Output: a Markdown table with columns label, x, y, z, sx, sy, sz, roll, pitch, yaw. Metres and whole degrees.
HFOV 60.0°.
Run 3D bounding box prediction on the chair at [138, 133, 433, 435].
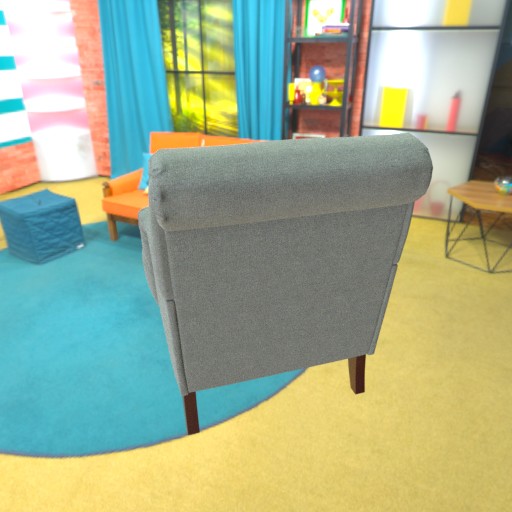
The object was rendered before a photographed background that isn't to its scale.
| label | x | y | z | sx | sy | sz | roll | pitch | yaw |
| --- | --- | --- | --- | --- | --- | --- | --- | --- | --- |
| chair | 0.000 | 0.000 | 1.988 | 0.964 | 1.178 | 1.060 | -8 | 27 | -16 |
